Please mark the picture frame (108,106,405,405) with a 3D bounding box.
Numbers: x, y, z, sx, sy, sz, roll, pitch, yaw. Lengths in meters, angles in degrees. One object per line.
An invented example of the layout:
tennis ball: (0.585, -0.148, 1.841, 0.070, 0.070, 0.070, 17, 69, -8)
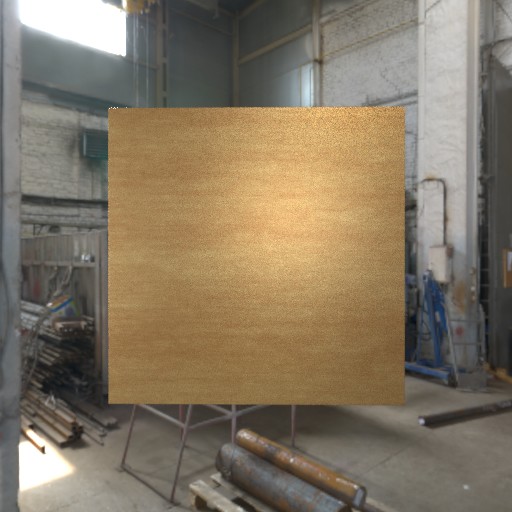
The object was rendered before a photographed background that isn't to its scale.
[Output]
picture frame: (0.000, 0.000, 1.152, 0.758, 0.761, 0.037, 0, 0, 1)
